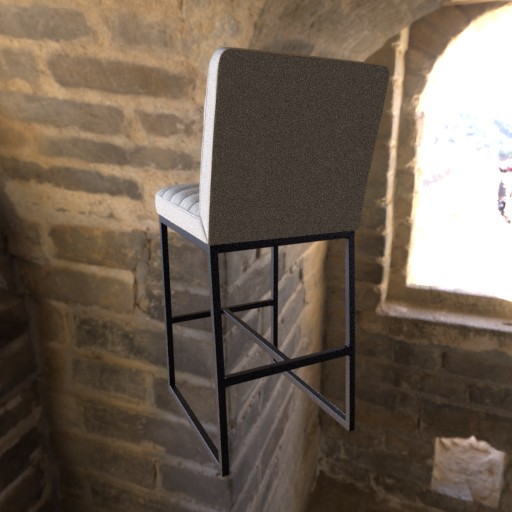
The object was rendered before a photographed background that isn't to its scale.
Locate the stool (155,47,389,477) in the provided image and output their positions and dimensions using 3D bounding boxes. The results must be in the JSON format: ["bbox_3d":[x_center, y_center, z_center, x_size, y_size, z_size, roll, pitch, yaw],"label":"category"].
[{"bbox_3d":[0.000,0.000,1.330,0.460,1.040,0.560,-7,15,-26],"label":"stool"}]
